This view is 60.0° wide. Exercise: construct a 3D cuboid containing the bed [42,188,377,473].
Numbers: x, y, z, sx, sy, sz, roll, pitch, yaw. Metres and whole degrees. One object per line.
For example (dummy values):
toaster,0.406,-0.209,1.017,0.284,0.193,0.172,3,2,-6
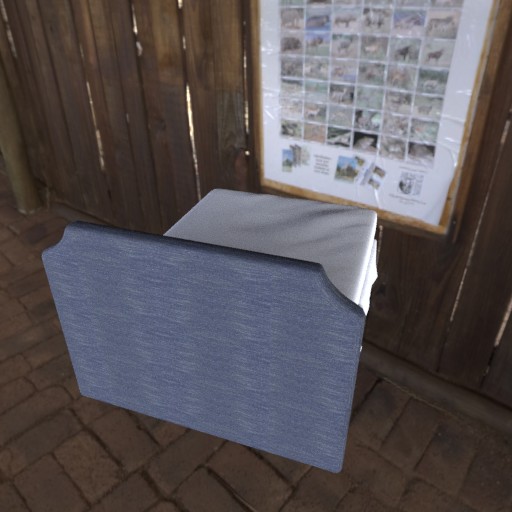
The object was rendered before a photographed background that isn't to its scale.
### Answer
bed,0.000,0.000,3.164,1.693,1.290,2.116,10,33,16
